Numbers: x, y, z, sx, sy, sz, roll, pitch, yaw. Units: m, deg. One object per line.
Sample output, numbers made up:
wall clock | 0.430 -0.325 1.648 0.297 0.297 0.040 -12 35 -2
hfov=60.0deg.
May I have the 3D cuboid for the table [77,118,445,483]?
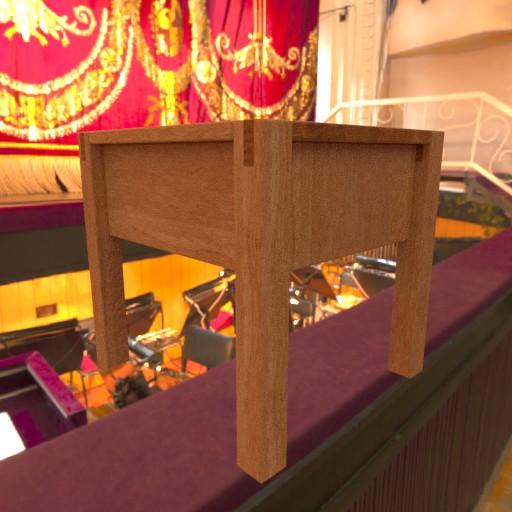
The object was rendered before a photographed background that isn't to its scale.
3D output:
table | 0.000 0.000 0.833 0.440 0.450 0.480 -12 18 -42
